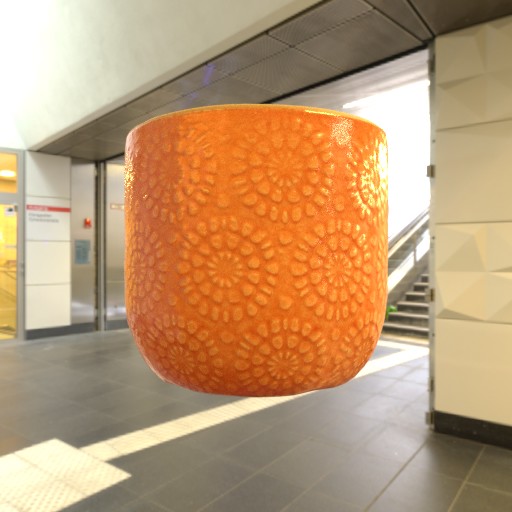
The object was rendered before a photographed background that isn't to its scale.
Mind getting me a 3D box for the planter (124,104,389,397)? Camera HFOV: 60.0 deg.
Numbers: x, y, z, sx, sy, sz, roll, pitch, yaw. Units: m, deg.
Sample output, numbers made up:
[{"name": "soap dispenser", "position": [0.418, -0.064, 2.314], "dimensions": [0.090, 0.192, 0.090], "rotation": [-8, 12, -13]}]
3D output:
[{"name": "planter", "position": [0.000, 0.000, 0.290], "dimensions": [0.170, 0.152, 0.170], "rotation": [0, 0, 0]}]
